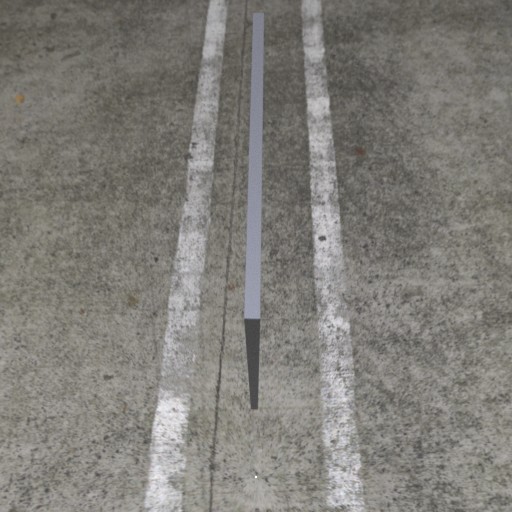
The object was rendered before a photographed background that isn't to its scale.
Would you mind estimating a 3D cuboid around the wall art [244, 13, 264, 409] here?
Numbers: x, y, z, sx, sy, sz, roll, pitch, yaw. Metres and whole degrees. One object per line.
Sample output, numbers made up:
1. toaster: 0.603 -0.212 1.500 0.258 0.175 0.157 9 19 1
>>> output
1. wall art: 0.000 0.000 0.680 0.013 0.534 0.380 1 64 0
